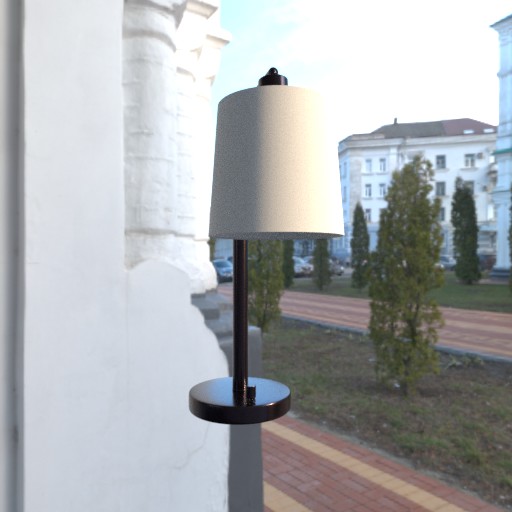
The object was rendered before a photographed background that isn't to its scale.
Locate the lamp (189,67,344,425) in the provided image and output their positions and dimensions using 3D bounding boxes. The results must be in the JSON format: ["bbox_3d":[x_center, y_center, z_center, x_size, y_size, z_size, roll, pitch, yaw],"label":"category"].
[{"bbox_3d":[0.000,0.000,0.642,0.171,0.489,0.333,0,0,-18],"label":"lamp"}]
